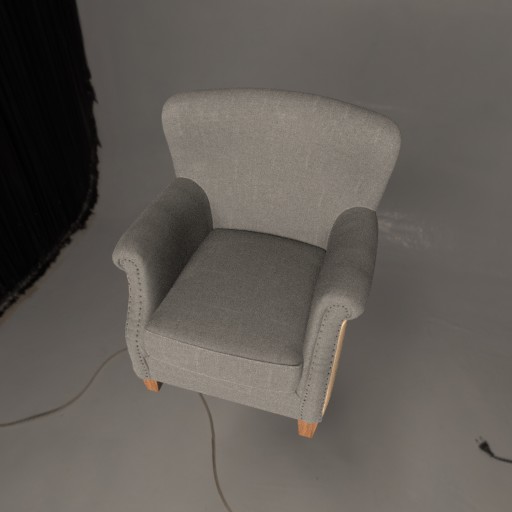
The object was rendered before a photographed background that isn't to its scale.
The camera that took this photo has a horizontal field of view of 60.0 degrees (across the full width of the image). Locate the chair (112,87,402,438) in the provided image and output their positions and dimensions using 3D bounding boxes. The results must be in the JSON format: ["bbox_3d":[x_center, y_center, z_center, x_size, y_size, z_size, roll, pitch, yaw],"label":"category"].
[{"bbox_3d":[0.000,0.000,1.659,0.861,0.936,0.921,11,44,12],"label":"chair"}]
